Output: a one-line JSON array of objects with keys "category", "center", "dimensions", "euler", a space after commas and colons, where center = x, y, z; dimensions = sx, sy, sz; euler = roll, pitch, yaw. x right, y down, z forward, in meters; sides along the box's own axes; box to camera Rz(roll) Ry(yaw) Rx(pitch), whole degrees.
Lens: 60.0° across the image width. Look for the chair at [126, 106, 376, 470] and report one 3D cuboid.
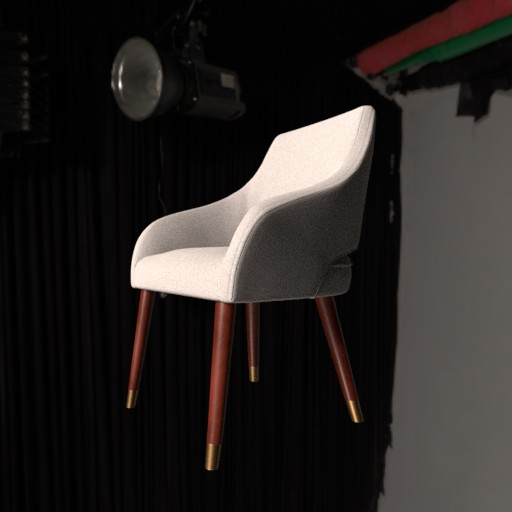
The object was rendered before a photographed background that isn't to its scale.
[{"category": "chair", "center": [0.000, 0.000, 1.292], "dimensions": [0.600, 0.889, 0.609], "euler": [0, 0, -36]}]
